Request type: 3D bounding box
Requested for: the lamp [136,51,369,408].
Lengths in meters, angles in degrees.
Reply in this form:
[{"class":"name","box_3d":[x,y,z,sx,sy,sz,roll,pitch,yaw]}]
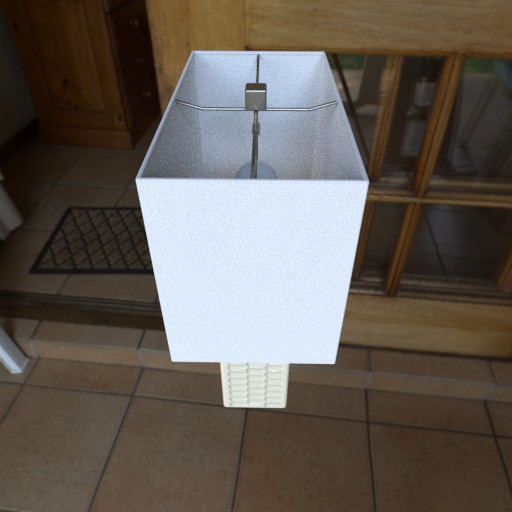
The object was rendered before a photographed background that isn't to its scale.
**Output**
[{"class":"lamp","box_3d":[0.000,0.000,0.680,0.200,0.515,0.380,1,40,1]}]
